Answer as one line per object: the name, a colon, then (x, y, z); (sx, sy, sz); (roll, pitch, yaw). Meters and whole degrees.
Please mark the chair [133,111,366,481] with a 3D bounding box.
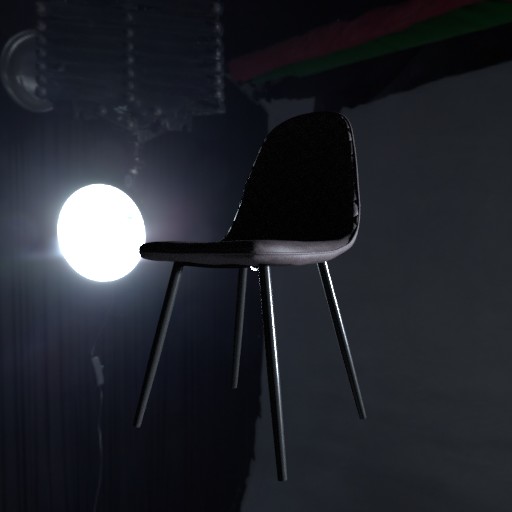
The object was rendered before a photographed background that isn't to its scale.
chair: (0.000, 0.000, 1.188); (0.472, 0.889, 0.561); (1, 1, 36)
